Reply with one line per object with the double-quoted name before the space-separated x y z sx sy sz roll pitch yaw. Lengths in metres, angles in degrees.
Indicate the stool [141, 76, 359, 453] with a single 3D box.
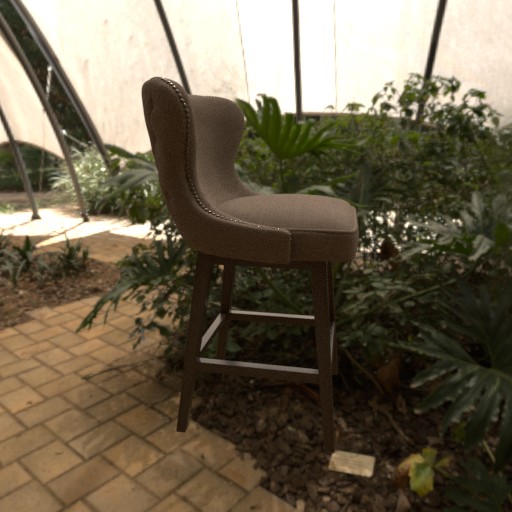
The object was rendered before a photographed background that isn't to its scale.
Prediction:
"stool" 0.000 0.000 1.353 0.597 0.972 0.615 3 15 11
